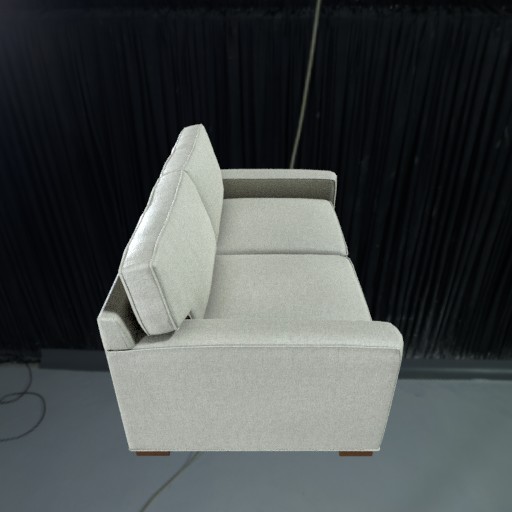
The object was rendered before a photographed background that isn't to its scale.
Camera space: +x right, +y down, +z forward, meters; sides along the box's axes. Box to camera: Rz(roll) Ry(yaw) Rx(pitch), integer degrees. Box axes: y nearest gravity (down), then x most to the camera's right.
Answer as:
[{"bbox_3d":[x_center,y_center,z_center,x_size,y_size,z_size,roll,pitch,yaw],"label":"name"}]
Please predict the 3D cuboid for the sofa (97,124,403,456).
[{"bbox_3d":[0.000,0.000,2.050,0.940,0.853,1.484,0,32,0],"label":"sofa"}]
